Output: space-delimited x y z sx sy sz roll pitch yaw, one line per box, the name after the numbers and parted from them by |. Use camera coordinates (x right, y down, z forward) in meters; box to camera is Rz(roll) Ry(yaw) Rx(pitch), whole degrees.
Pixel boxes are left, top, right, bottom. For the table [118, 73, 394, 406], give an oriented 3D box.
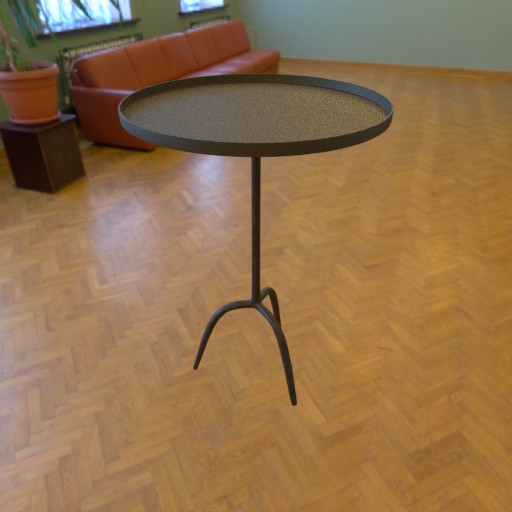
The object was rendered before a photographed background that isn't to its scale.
0.000 0.000 1.023 0.502 0.700 0.502 10 34 16 | table
